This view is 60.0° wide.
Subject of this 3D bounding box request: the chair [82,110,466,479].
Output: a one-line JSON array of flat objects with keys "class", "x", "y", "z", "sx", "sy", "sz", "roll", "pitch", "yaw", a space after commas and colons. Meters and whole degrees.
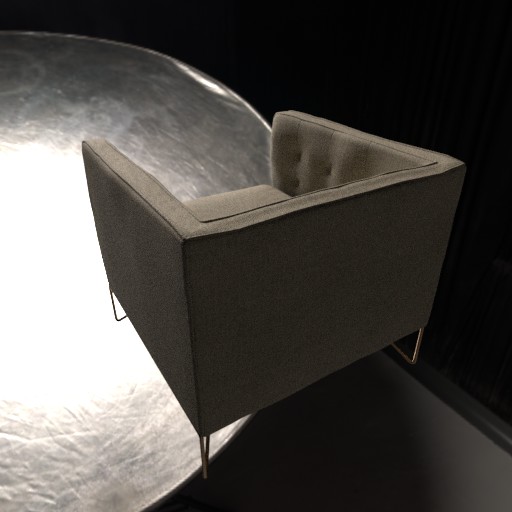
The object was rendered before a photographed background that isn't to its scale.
[{"class": "chair", "x": 0.000, "y": 0.000, "z": 1.597, "sx": 0.920, "sy": 0.799, "sz": 0.912, "roll": -17, "pitch": 35, "yaw": -27}]
